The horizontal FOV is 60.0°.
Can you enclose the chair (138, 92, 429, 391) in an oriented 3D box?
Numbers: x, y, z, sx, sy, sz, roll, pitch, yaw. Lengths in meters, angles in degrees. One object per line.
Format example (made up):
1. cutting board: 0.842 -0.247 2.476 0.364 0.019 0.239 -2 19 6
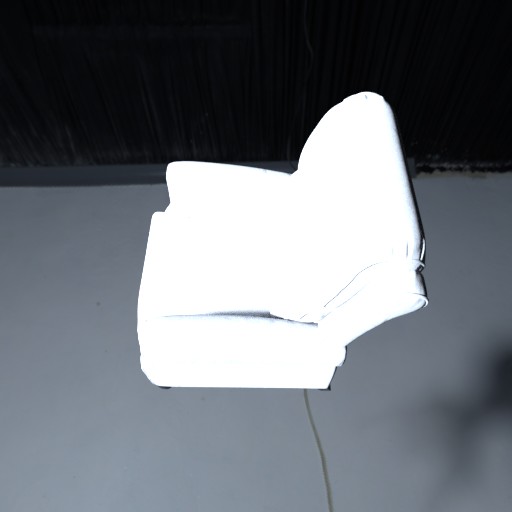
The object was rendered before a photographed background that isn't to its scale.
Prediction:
1. chair: 0.000 0.000 1.697 0.919 1.046 0.859 0 57 0
